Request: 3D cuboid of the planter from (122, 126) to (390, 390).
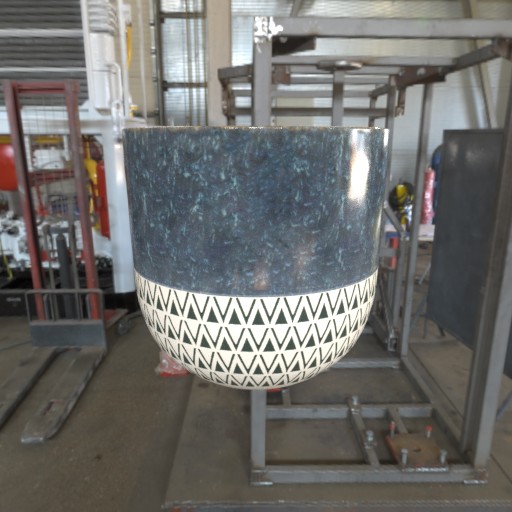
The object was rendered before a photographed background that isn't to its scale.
[{"bbox_3d":[0.000,0.000,0.491,0.266,0.270,0.266,0,15,0],"label":"planter"}]
